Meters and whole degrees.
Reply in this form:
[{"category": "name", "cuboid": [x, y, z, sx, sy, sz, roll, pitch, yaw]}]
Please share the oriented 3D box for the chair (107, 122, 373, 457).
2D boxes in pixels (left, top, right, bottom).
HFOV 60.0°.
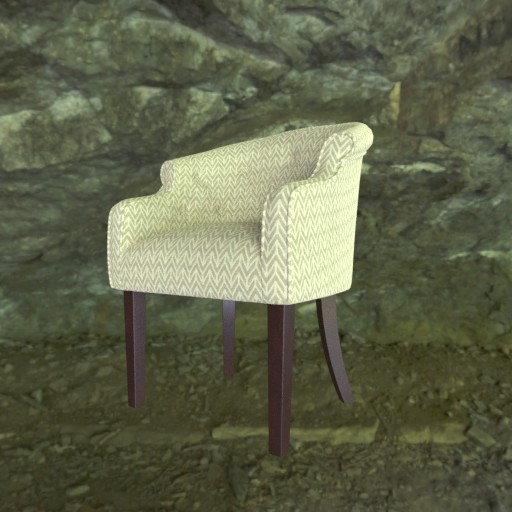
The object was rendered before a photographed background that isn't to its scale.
[{"category": "chair", "cuboid": [0.000, 0.000, 1.314, 0.686, 0.858, 0.613, 1, 2, 37]}]
